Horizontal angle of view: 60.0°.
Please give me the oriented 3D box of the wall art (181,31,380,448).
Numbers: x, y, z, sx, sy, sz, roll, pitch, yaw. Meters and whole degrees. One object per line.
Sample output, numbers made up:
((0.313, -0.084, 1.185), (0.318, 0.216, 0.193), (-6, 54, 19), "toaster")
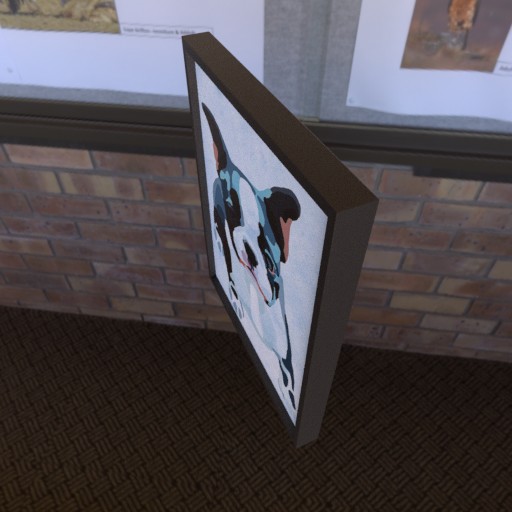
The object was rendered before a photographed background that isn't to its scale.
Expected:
((0.000, 0.000, 0.488), (0.030, 0.369, 0.294), (-18, 49, -17), "wall art")
